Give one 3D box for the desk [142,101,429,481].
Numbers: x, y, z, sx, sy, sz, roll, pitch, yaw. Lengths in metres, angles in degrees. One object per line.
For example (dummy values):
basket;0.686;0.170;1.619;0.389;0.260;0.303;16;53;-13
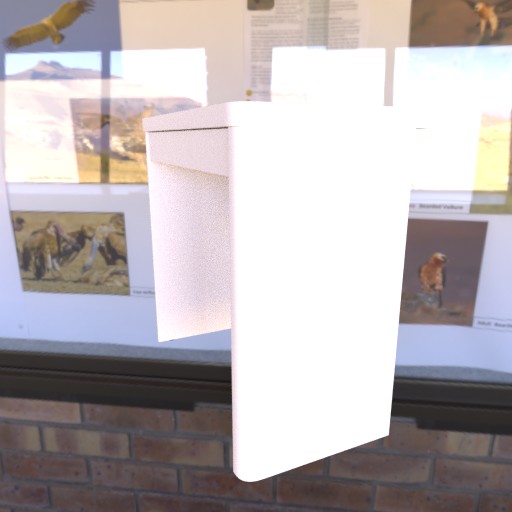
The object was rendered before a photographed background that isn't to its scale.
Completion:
desk;0.000;0.000;1.251;0.446;0.760;0.790;-7;16;-24
